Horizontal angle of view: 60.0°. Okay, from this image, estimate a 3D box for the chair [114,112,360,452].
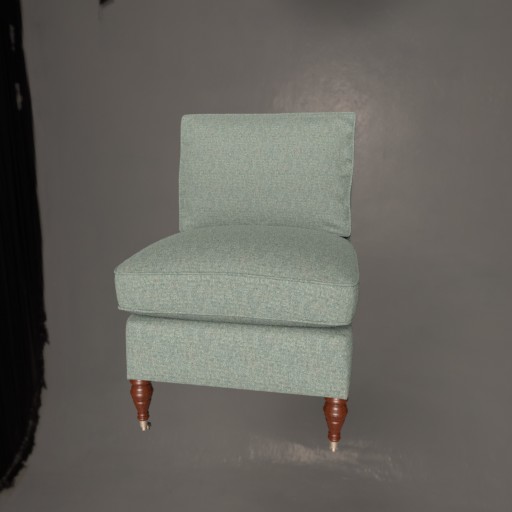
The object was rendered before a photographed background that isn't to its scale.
[{"bbox_3d":[0.000,0.000,1.414,0.624,0.901,0.796,2,14,10],"label":"chair"}]
